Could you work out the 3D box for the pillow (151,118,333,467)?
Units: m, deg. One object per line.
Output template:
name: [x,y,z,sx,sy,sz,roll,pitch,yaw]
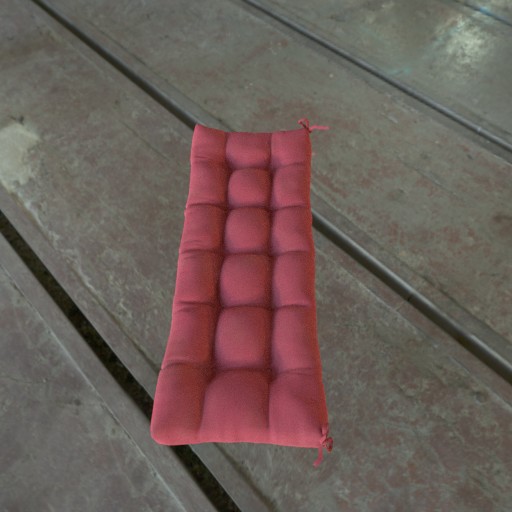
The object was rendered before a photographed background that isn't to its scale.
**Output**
pillow: [0.000,0.000,1.396,0.511,0.174,1.194,1,57,1]
